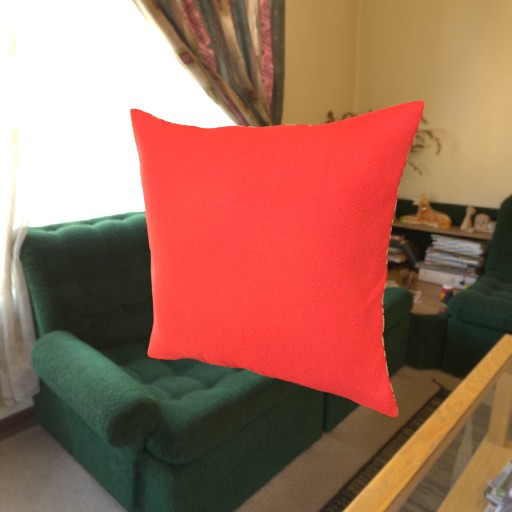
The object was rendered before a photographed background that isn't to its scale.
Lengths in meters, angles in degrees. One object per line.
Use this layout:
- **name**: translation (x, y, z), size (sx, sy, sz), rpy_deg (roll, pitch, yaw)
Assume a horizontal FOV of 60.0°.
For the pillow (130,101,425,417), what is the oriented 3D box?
- **pillow**: translation (0.000, 0.000, 0.780), size (0.522, 0.507, 0.192), rpy_deg (7, 17, 25)
